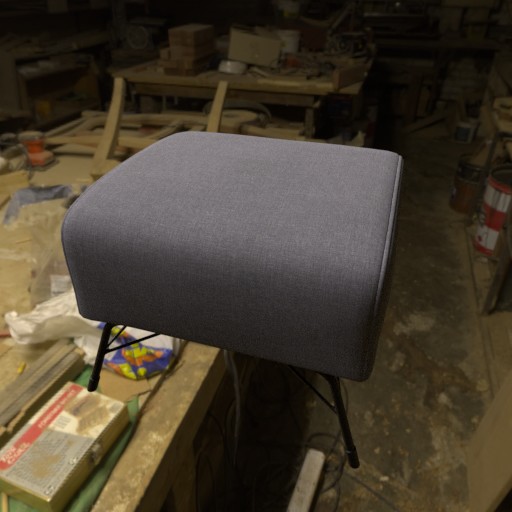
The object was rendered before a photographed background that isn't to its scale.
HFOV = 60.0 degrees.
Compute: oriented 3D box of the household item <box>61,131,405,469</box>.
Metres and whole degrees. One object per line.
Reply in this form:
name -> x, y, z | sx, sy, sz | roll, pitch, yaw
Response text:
household item -> 0.000, 0.000, 0.900 | 0.530, 0.410, 0.530 | 10, 34, 15
